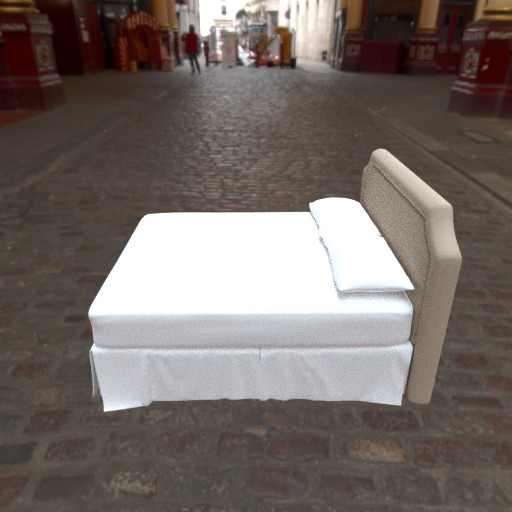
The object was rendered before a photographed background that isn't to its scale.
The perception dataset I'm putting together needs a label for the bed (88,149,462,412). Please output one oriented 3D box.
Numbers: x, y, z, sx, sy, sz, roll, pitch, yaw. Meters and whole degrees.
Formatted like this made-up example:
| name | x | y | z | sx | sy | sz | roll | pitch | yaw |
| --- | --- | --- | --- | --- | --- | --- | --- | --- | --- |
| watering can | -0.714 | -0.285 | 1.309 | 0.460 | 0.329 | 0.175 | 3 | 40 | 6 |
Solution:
| name | x | y | z | sx | sy | sz | roll | pitch | yaw |
| --- | --- | --- | --- | --- | --- | --- | --- | --- | --- |
| bed | 0.000 | 0.000 | 3.342 | 2.204 | 1.301 | 1.828 | 0 | 27 | -1 |
